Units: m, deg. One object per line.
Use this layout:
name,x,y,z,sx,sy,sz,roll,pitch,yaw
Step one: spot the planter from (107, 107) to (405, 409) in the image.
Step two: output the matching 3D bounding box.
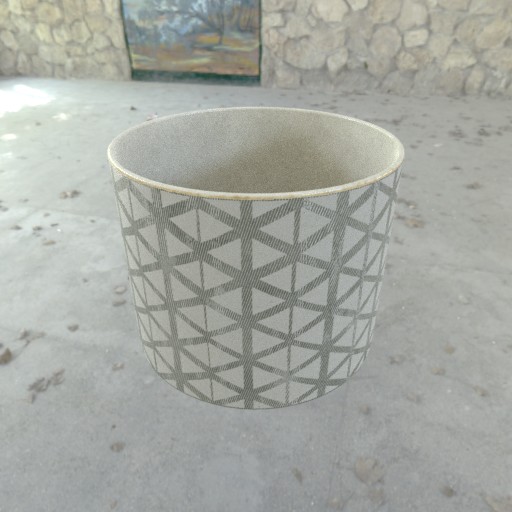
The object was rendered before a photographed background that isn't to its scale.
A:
planter,0.000,0.000,0.448,0.250,0.239,0.250,0,31,0
